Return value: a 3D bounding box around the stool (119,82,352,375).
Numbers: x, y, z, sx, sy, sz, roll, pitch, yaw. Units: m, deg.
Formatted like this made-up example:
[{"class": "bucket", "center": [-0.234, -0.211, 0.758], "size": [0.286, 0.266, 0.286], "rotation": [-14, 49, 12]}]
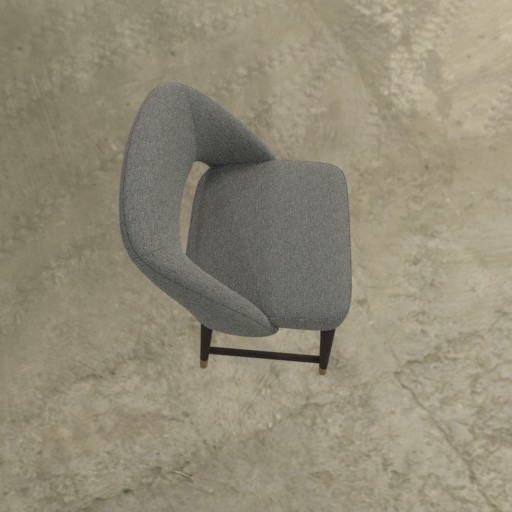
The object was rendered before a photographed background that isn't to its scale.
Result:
[{"class": "stool", "center": [0.000, 0.000, 1.267], "size": [0.524, 0.925, 0.536], "rotation": [3, 64, 1]}]
